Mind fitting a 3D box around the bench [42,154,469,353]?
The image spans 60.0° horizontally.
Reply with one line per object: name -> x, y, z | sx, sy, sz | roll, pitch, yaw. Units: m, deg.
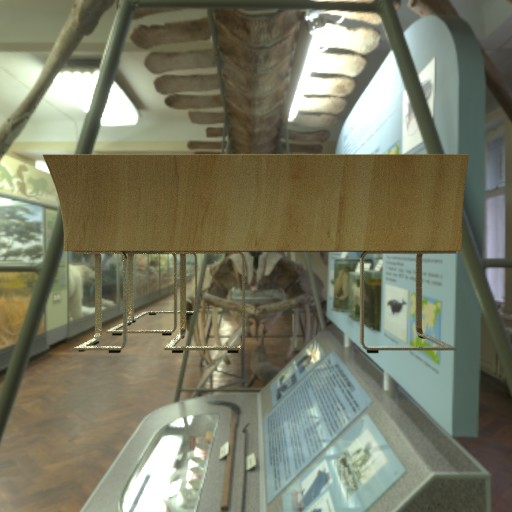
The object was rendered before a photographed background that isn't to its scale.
bench -> 0.000, 0.000, 2.767 | 1.945, 0.930, 1.495 | 0, 0, 0
